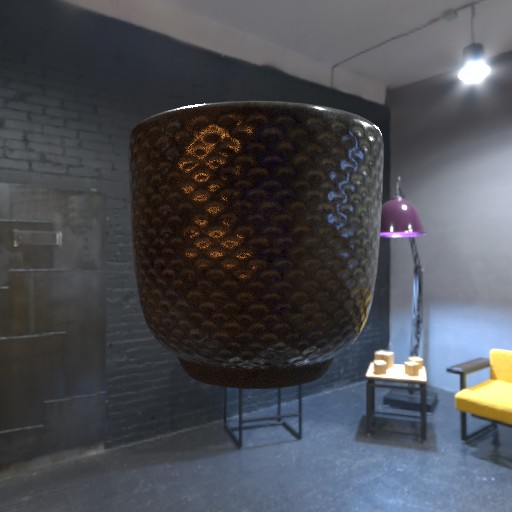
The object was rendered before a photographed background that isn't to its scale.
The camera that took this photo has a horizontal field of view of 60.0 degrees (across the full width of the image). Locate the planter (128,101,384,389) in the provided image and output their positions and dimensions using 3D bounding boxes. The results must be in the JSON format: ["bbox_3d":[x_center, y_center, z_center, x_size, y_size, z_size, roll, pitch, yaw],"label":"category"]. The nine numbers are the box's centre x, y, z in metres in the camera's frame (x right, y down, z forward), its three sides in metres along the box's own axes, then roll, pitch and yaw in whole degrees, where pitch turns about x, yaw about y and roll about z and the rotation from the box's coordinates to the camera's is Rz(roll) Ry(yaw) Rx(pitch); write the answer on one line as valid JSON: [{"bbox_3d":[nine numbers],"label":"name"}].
[{"bbox_3d":[0.000,0.000,0.252,0.140,0.129,0.140,0,0,0],"label":"planter"}]
